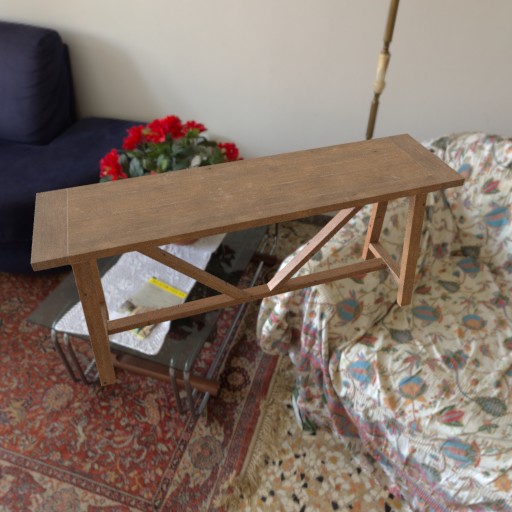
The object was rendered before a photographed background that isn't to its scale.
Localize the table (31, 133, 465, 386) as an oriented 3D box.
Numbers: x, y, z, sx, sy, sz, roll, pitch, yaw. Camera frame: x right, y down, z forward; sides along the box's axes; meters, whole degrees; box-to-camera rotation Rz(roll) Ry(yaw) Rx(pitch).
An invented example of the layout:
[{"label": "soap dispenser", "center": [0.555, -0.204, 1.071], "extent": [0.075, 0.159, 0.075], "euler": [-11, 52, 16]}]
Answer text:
[{"label": "table", "center": [0.000, 0.000, 2.185], "extent": [1.800, 0.810, 0.465], "euler": [-12, 43, -14]}]
